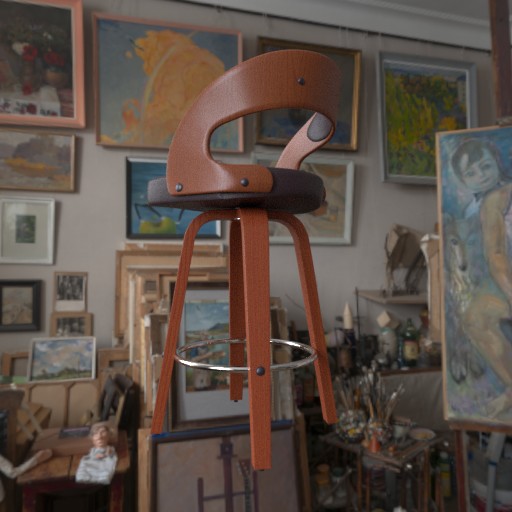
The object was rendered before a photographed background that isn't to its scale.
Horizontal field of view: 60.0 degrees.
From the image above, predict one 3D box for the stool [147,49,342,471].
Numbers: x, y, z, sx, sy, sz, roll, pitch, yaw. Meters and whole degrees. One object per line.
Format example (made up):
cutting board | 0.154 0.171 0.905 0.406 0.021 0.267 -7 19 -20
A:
stool | 0.000 0.000 1.191 0.457 0.940 0.457 0 -1 36
